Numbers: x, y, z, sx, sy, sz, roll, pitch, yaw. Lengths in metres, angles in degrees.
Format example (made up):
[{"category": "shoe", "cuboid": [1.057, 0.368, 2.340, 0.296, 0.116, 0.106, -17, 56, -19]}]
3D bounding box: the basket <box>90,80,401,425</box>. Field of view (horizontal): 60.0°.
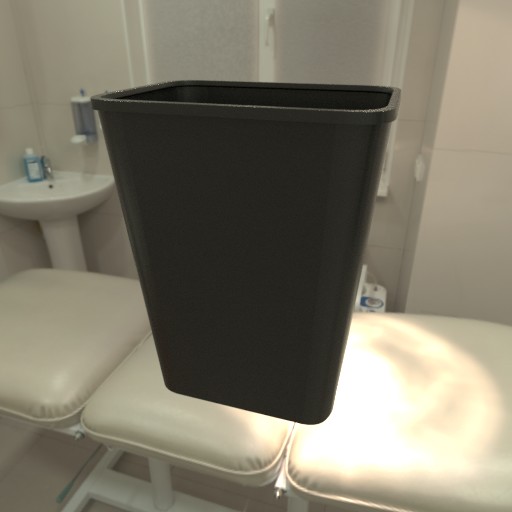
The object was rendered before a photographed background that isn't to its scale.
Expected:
[{"category": "basket", "cuboid": [0.000, 0.000, 0.744, 0.394, 0.521, 0.287, 8, 28, 16]}]
